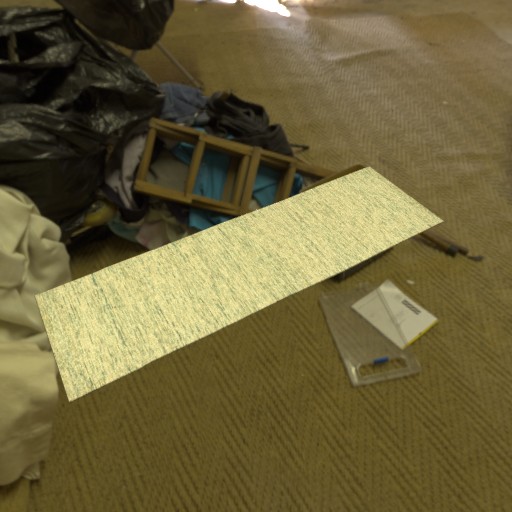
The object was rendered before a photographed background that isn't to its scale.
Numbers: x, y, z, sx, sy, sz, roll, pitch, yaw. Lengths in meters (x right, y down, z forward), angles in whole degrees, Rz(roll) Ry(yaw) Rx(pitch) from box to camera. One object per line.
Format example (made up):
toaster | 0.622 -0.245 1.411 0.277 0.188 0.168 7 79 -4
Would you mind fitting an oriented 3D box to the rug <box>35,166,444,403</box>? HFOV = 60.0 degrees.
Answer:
rug | 0.000 0.000 2.525 2.290 0.014 0.700 -23 50 -21
